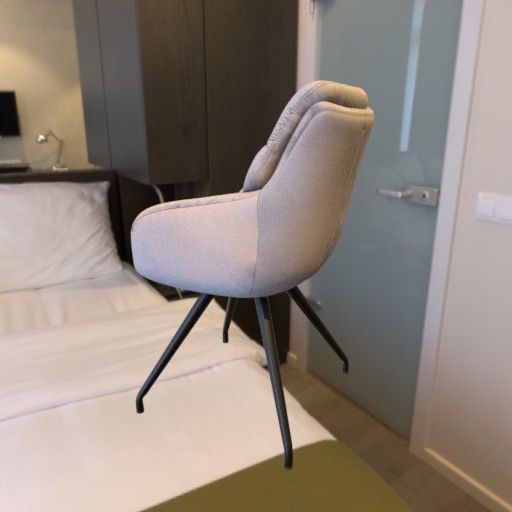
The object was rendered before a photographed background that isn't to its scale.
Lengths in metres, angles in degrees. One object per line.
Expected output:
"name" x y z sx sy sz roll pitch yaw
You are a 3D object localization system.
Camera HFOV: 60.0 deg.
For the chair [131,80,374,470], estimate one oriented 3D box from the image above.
"chair" 0.000 0.000 1.249 0.569 0.888 0.579 9 19 26
